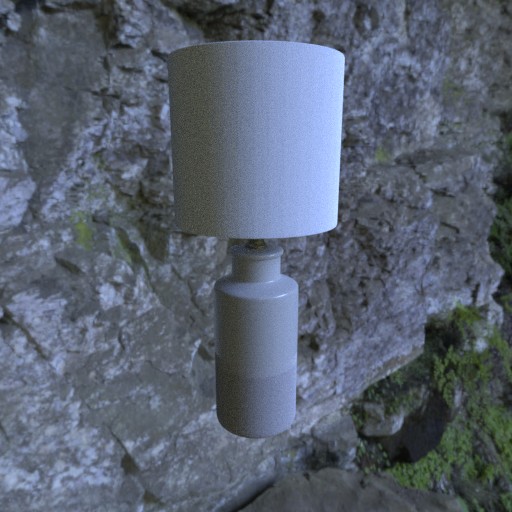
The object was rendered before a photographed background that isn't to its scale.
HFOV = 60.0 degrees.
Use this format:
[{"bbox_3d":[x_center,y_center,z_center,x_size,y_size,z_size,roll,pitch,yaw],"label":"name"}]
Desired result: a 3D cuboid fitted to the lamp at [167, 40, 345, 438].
[{"bbox_3d":[0.000,0.000,0.600,0.212,0.493,0.212,-14,20,-42],"label":"lamp"}]
